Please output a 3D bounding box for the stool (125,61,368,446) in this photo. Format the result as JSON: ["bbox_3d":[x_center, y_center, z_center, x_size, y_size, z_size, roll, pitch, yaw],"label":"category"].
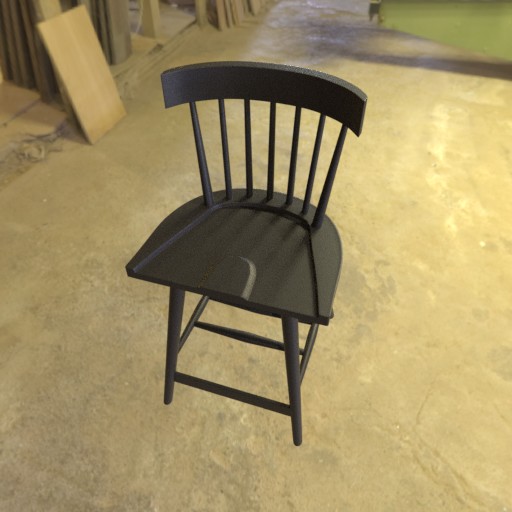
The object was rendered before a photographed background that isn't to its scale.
[{"bbox_3d":[0.000,0.000,1.251,0.494,0.953,0.549,12,44,13],"label":"stool"}]
